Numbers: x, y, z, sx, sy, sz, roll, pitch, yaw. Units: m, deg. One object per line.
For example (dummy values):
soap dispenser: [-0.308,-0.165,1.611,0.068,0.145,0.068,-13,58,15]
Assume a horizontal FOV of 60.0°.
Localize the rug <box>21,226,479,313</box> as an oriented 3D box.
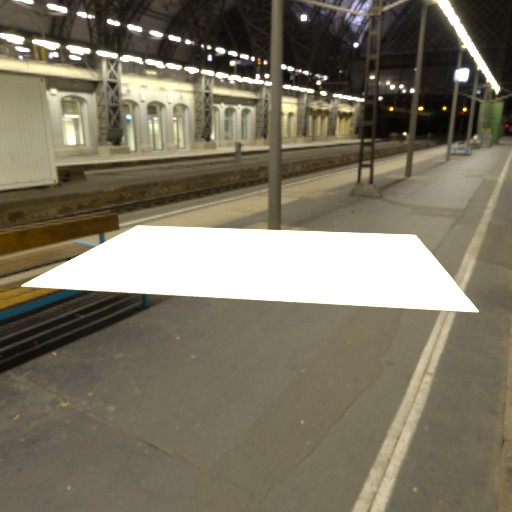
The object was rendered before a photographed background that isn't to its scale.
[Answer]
rug: [0.000,0.000,2.340,1.850,0.006,1.234,2,16,8]
